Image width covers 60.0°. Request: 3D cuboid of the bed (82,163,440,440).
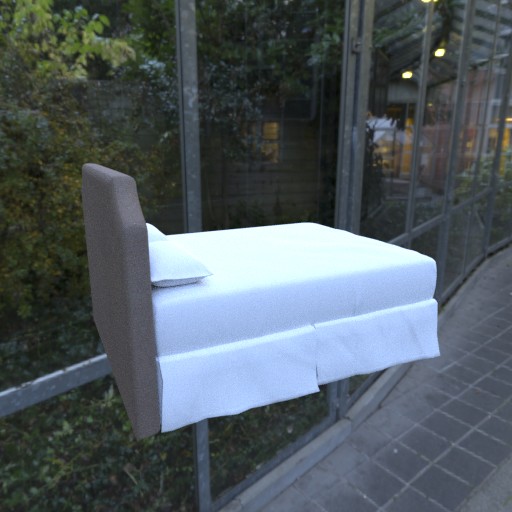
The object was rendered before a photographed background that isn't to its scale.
[{"bbox_3d":[0.000,0.000,3.172,2.116,1.290,1.693,-7,16,-25],"label":"bed"}]
